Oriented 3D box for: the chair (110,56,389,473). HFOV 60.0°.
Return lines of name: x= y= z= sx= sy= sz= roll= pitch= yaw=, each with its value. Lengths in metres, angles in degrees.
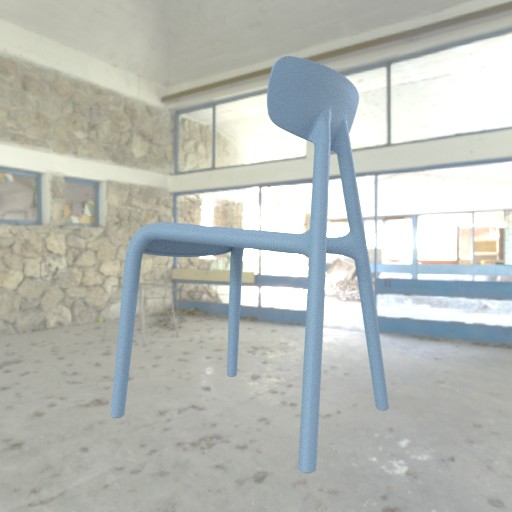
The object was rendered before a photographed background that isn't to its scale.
chair: x=0.000 y=0.000 z=0.827 sx=0.401 sy=0.580 sz=0.356 roll=0 pitch=0 yaw=35
